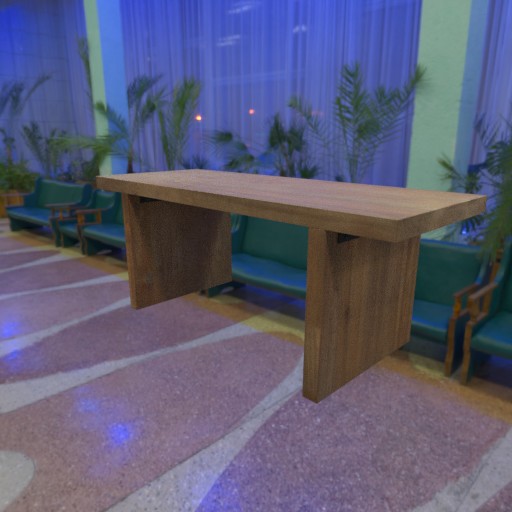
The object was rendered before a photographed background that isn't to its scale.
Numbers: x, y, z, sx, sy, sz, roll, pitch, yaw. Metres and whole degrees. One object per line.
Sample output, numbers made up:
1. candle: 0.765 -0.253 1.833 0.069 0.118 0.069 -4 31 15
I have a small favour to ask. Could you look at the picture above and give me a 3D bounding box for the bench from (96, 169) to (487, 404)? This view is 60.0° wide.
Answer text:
1. bench: 0.000 0.000 1.420 1.183 0.458 0.458 15 22 43
